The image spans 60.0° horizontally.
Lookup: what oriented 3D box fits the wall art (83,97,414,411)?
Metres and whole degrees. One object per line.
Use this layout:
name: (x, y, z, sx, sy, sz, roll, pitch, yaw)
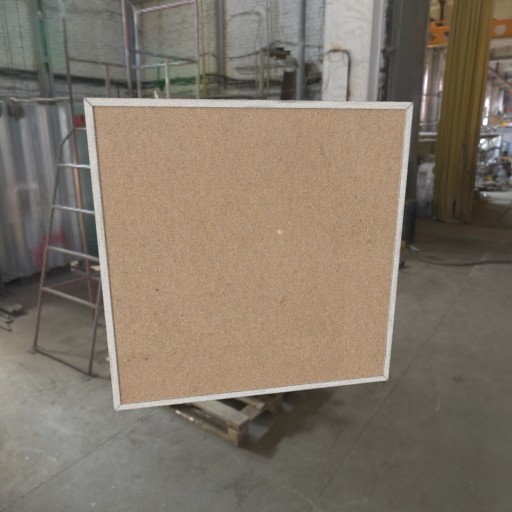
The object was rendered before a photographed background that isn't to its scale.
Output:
wall art: (0.000, 0.000, 0.462, 0.305, 0.305, 0.038, -3, 16, -11)
